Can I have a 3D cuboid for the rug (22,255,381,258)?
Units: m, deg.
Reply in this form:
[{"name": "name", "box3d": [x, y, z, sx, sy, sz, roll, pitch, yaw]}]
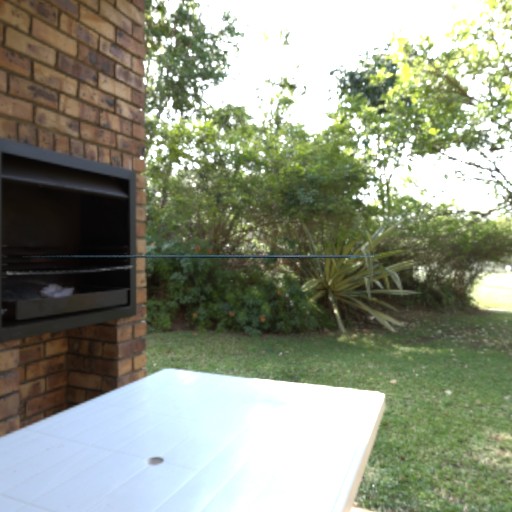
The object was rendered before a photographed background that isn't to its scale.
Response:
[{"name": "rug", "box3d": [0.000, 0.000, 2.986, 1.528, 0.005, 2.420, 0, 0, 18]}]
